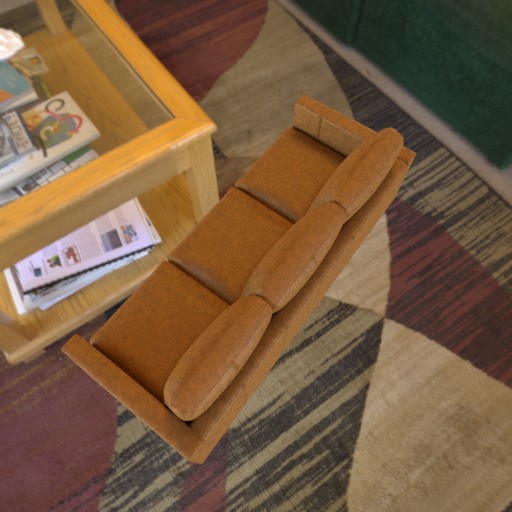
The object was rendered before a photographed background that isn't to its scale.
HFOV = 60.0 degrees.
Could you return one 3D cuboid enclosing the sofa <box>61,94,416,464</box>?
[{"bbox_3d":[0.000,0.000,2.744,0.903,0.930,2.231,34,68,15],"label":"sofa"}]
